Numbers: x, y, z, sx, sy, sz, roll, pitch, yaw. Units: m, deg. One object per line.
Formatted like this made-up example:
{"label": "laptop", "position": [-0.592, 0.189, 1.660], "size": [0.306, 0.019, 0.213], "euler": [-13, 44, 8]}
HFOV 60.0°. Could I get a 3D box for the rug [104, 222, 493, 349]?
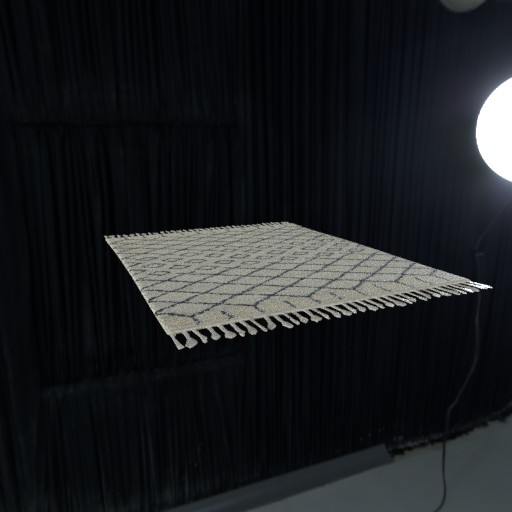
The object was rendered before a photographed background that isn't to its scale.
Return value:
{"label": "rug", "position": [0.000, 0.000, 4.185], "size": [2.388, 0.030, 3.213], "euler": [-6, 16, -24]}
